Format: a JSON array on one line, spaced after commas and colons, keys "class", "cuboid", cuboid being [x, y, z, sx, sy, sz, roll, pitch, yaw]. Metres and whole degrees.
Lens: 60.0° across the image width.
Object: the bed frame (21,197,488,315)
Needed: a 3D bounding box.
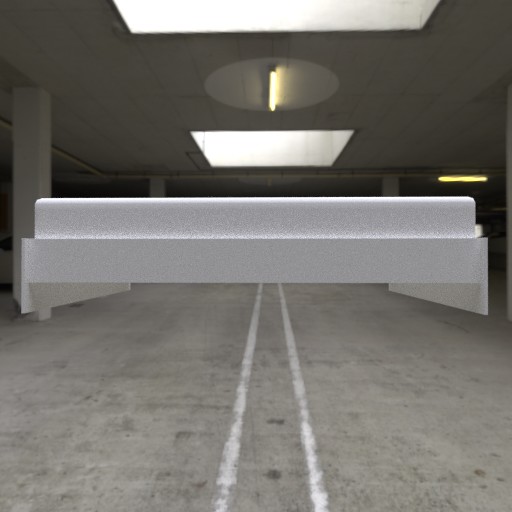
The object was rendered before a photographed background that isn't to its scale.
[{"class": "bed frame", "cuboid": [0.000, 0.000, 2.571, 1.945, 0.497, 1.445, 0, 0, 2]}]
